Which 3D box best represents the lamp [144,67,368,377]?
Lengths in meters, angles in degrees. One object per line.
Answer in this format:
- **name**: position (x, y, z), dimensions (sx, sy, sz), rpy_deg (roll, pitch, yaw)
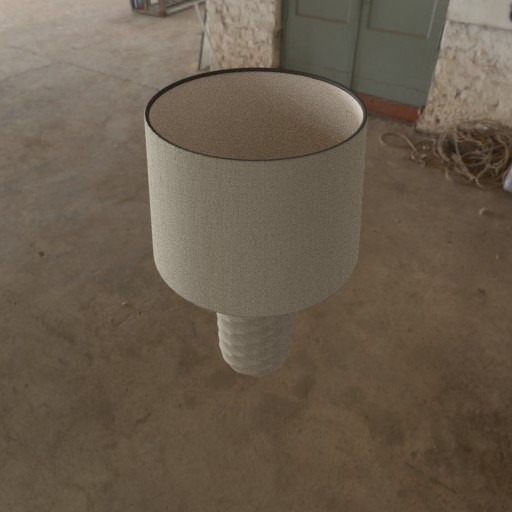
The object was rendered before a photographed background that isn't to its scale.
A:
- **lamp**: position (0.000, 0.000, 0.850), dimensions (0.376, 0.594, 0.376), rpy_deg (0, 42, 0)
